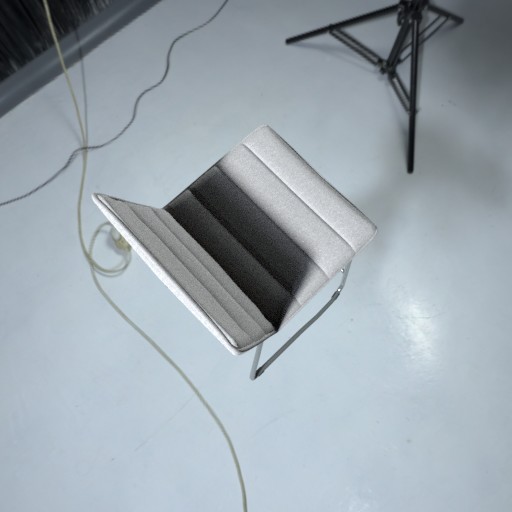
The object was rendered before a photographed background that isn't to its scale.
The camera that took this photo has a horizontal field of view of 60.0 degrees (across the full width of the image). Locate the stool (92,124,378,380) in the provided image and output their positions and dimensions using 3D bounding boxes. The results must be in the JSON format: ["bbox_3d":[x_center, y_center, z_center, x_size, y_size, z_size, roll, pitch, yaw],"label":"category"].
[{"bbox_3d":[0.000,0.000,1.243,0.490,0.960,0.490,-42,79,-10],"label":"stool"}]
